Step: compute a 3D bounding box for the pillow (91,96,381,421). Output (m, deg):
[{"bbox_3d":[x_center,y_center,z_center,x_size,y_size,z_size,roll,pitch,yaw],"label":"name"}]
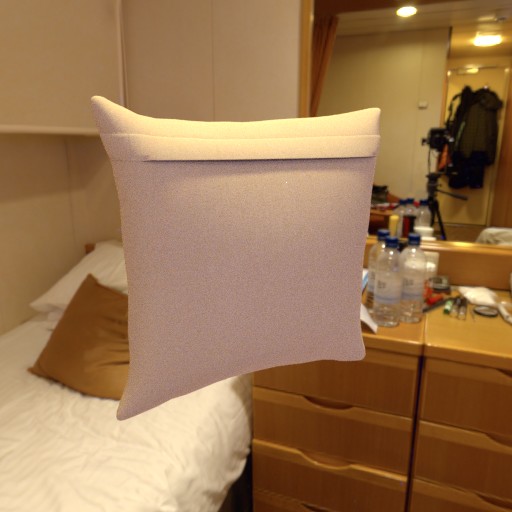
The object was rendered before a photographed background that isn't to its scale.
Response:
[{"bbox_3d":[0.000,0.000,0.618,0.405,0.406,0.173,-7,16,-24],"label":"pillow"}]
